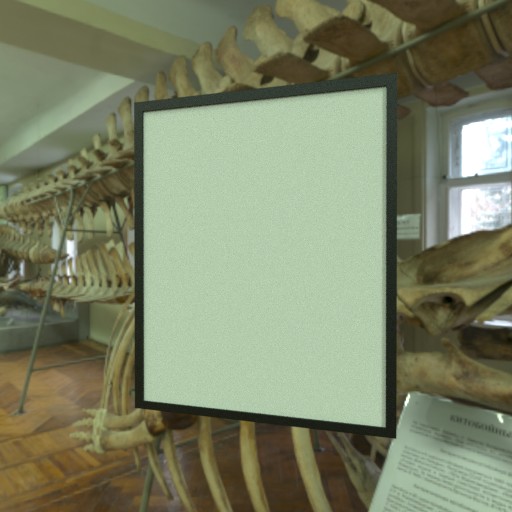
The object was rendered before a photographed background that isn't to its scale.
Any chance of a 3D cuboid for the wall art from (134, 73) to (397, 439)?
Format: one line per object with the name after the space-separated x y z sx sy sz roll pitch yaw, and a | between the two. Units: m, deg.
0.000 0.000 0.536 0.325 0.397 0.018 0 1 17 | wall art
